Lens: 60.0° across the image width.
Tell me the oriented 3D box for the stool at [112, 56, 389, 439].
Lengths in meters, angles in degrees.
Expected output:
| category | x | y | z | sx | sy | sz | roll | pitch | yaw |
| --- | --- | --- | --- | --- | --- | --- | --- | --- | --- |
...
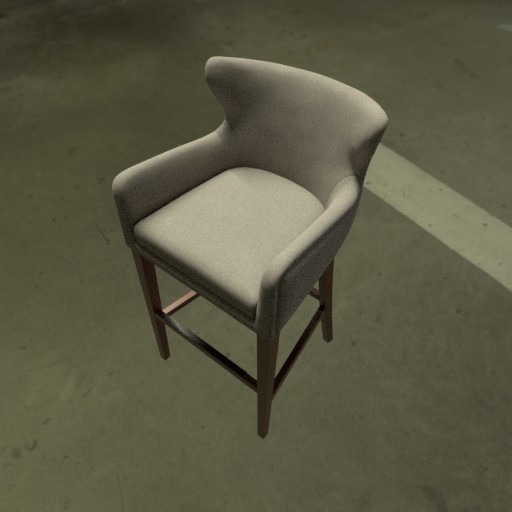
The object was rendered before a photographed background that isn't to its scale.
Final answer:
| category | x | y | z | sx | sy | sz | roll | pitch | yaw |
| --- | --- | --- | --- | --- | --- | --- | --- | --- | --- |
| stool | 0.000 | 0.000 | 1.437 | 0.575 | 1.047 | 0.575 | 30 | 53 | 26 |
